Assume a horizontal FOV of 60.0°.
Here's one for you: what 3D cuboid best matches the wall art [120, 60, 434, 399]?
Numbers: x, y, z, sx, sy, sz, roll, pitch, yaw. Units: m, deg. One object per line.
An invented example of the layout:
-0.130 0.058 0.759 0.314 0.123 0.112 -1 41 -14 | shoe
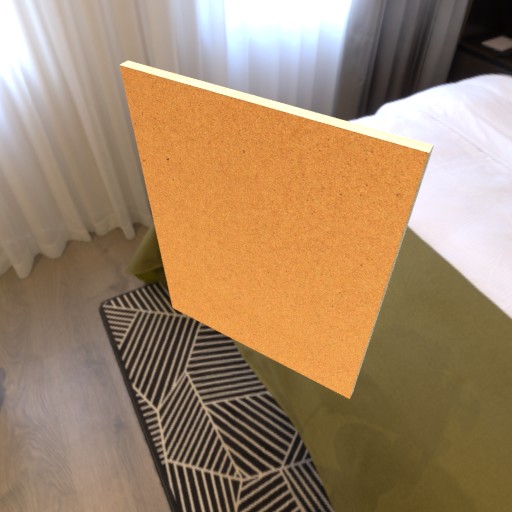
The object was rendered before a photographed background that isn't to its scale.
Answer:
0.000 0.000 0.827 0.481 0.613 0.020 23 50 21 | wall art
